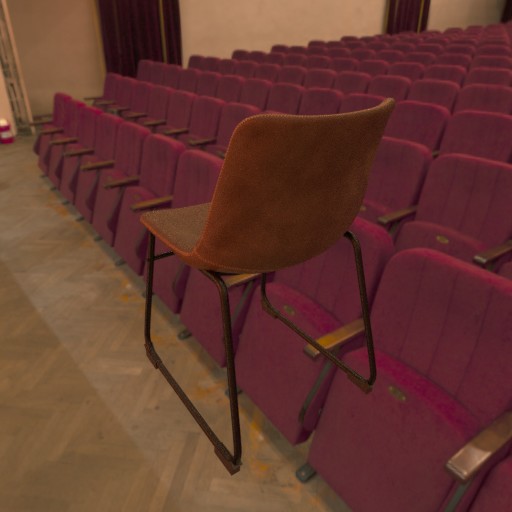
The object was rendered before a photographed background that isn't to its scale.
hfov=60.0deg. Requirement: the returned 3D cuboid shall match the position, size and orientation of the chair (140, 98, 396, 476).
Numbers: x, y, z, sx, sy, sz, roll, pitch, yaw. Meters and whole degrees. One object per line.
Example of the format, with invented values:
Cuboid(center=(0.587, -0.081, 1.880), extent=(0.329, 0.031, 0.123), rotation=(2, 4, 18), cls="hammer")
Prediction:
Cuboid(center=(0.000, 0.000, 1.103), extent=(0.460, 0.780, 0.551), rotation=(-18, 33, -30), cls="chair")
